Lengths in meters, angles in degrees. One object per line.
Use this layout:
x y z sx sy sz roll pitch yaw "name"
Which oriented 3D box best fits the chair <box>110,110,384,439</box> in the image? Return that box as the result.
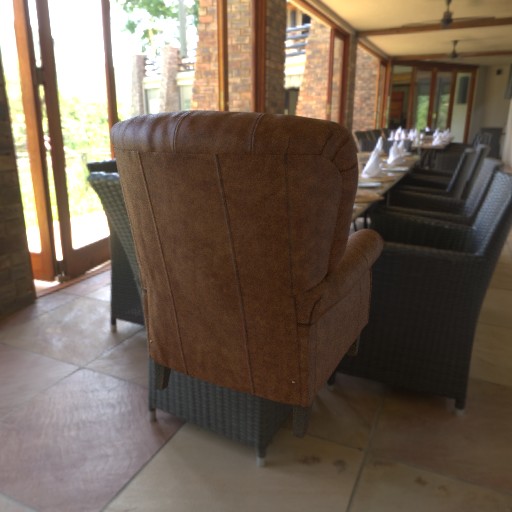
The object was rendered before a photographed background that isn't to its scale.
0.000 0.000 1.895 0.951 1.164 1.059 9 19 27 "chair"
